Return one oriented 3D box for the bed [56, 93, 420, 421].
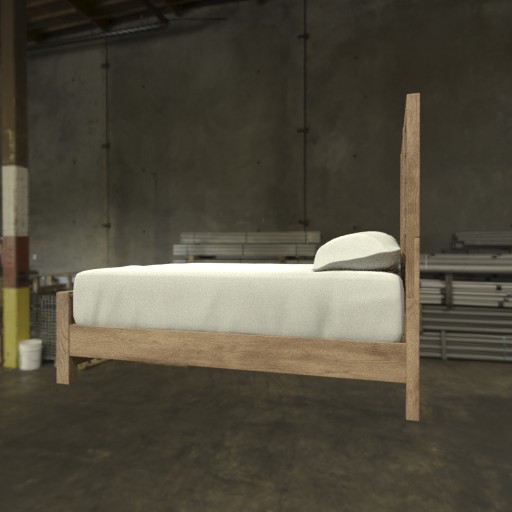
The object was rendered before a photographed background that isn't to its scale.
[{"bbox_3d":[0.000,0.000,3.290,2.197,1.626,1.626,0,0,17],"label":"bed"}]
